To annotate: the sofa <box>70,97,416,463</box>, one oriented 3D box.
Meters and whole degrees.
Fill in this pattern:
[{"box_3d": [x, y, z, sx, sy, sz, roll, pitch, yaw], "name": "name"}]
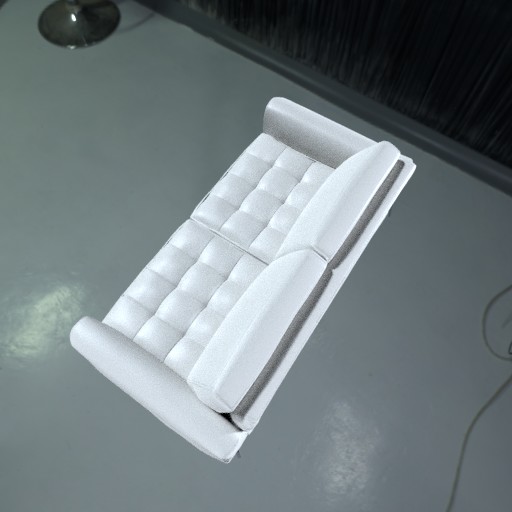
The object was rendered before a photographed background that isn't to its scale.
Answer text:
[{"box_3d": [0.000, 0.000, 2.751, 1.121, 0.930, 2.177, 31, 68, 14], "name": "sofa"}]
